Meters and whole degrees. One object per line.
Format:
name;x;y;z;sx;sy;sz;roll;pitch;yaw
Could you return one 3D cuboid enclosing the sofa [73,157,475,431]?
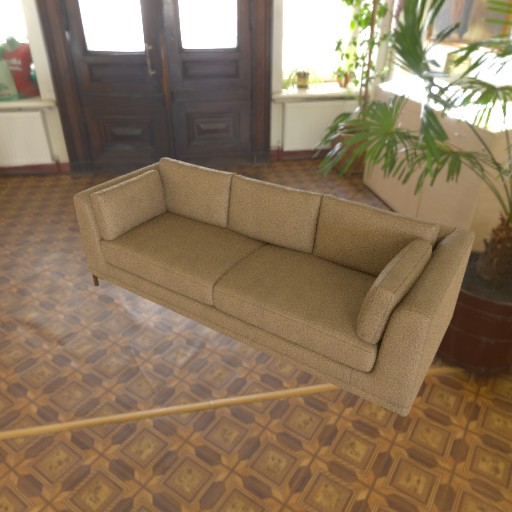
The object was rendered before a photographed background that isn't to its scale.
sofa;0.000;0.000;2.949;2.415;0.867;0.969;19;35;29
